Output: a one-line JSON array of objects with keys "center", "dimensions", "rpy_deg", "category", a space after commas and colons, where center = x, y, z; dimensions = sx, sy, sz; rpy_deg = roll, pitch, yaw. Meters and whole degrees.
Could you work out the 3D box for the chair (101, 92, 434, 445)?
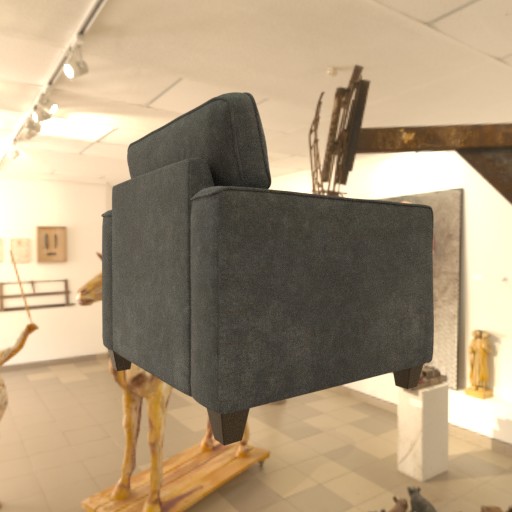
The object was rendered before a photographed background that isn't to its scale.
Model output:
[{"center": [0.000, 0.000, 1.755], "dimensions": [0.939, 0.965, 1.015], "rpy_deg": [-1, 1, -35], "category": "chair"}]
